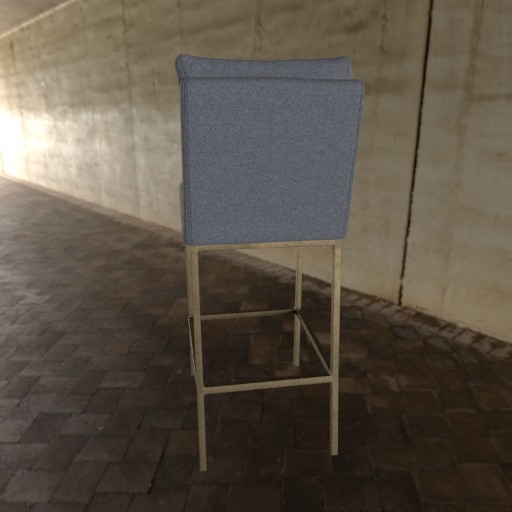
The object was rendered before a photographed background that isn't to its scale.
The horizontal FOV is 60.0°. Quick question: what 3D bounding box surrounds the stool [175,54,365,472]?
[{"bbox_3d":[0.000,0.000,1.406,0.463,1.130,0.569,-3,17,-9],"label":"stool"}]
